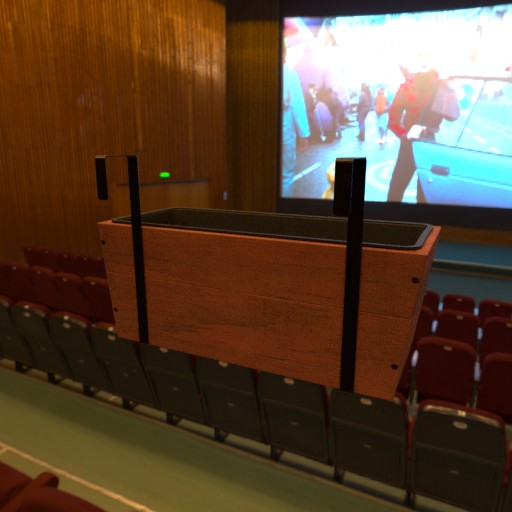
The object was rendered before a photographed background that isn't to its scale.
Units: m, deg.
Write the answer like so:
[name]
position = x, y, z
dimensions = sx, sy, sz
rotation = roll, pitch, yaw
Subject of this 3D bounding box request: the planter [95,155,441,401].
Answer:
[planter]
position = 0.000, 0.000, 0.651
dimensions = 0.480, 0.289, 0.262
rotation = 7, 15, 25
